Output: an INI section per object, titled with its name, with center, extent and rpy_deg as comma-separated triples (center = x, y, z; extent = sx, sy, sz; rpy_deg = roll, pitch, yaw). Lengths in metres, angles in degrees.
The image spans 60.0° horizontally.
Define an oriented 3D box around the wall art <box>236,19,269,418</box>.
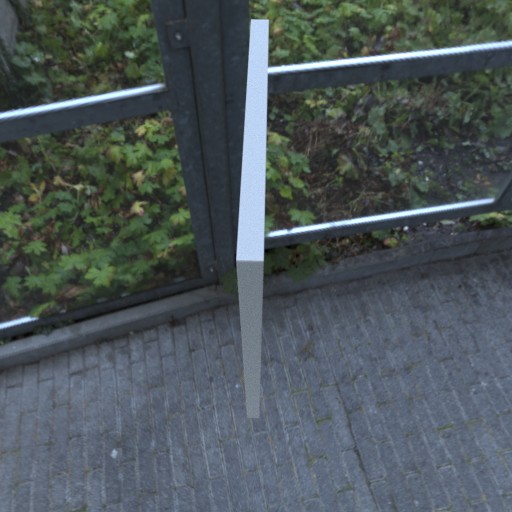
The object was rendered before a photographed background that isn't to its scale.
[wall art]
center = 0.000, 0.000, 1.164
extent = 0.038, 0.914, 0.610
rpy_deg = 1, 57, 1
